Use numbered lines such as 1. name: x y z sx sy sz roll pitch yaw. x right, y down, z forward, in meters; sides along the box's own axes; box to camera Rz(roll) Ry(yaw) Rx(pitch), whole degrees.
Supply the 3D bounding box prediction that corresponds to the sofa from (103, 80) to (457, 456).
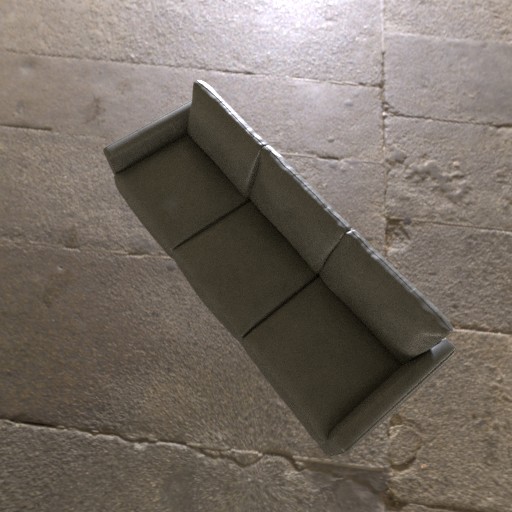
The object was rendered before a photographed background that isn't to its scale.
1. sofa: 0.000 0.000 2.389 0.748 0.805 2.029 -35 68 -16
